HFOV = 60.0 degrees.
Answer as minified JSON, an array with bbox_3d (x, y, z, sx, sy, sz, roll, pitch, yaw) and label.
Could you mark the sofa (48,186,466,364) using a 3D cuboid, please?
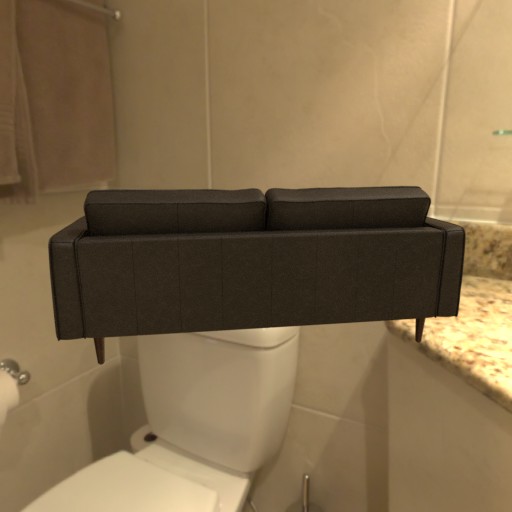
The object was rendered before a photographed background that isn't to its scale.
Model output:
[{"bbox_3d":[0.000,0.000,2.386,1.879,0.770,0.921,-2,13,-9],"label":"sofa"}]
